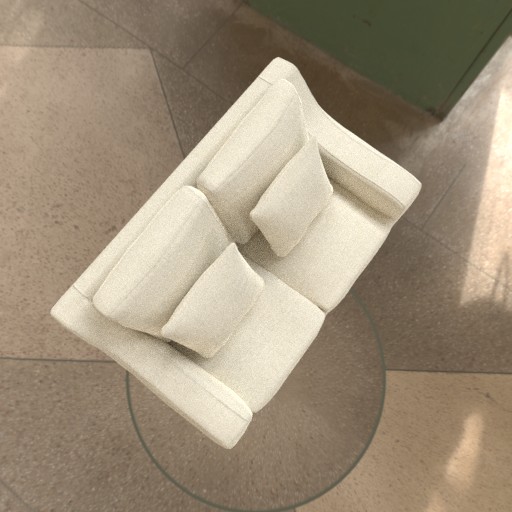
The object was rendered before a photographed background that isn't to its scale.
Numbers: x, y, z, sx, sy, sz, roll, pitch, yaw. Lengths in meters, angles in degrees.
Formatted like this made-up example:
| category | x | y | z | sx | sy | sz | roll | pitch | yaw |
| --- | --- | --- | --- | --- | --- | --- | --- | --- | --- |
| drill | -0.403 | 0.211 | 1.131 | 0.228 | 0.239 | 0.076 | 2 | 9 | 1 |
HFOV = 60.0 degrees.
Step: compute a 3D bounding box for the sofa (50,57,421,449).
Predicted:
| category | x | y | z | sx | sy | sz | roll | pitch | yaw |
| --- | --- | --- | --- | --- | --- | --- | --- | --- | --- |
| sofa | 0.000 | 0.000 | 2.387 | 1.040 | 1.047 | 1.744 | 37 | 79 | 9 |
